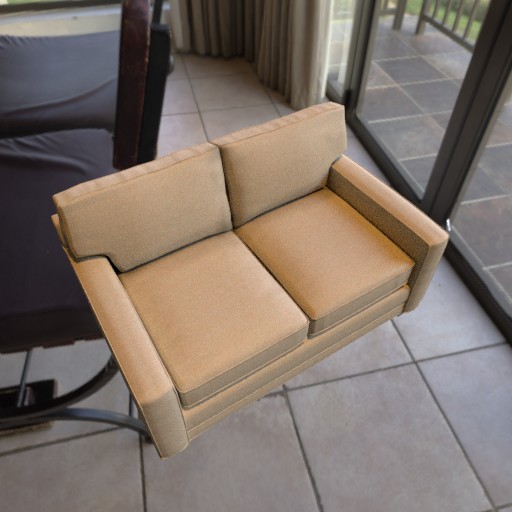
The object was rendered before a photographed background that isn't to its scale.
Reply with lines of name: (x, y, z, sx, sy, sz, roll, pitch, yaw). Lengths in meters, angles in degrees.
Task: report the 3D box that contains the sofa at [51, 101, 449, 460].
sofa: (0.000, 0.000, 2.051, 1.484, 0.853, 0.942, -25, 52, -21)
